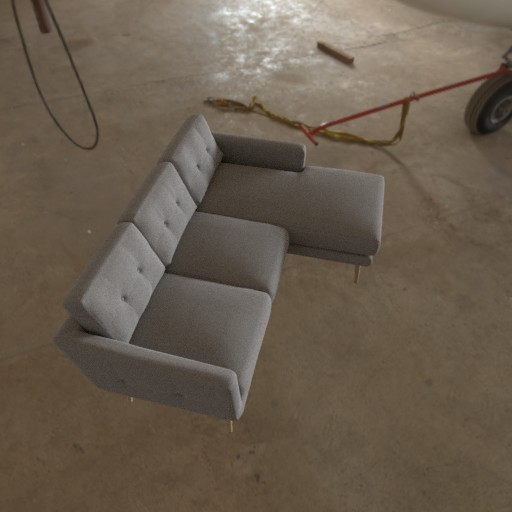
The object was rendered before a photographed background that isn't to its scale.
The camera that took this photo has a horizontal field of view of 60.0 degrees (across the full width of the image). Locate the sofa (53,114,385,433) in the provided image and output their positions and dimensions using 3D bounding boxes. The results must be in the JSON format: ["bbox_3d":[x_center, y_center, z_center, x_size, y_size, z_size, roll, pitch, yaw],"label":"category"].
[{"bbox_3d":[0.000,0.000,2.793,1.530,0.860,2.040,10,47,9],"label":"sofa"}]
